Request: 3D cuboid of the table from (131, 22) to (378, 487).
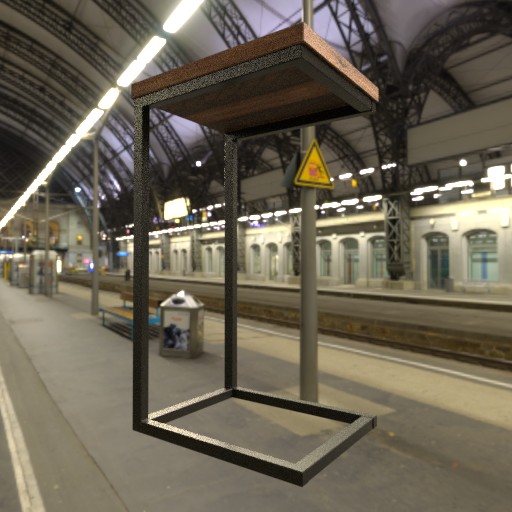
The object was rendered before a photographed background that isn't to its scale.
[{"bbox_3d":[0.000,0.000,0.930,0.414,0.718,0.323,-1,-1,36],"label":"table"}]
